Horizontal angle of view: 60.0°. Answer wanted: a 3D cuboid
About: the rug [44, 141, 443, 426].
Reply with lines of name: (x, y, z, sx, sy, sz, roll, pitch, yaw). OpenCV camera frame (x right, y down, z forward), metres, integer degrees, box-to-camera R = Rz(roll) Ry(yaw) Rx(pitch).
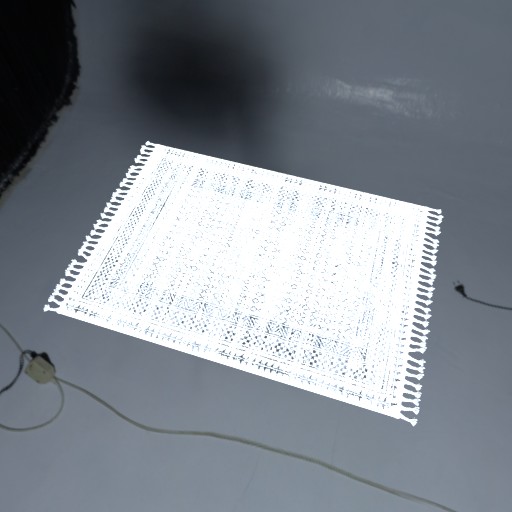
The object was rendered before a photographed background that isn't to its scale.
rug: (0.000, 0.000, 2.374, 1.872, 0.013, 1.243, 15, 59, 9)
